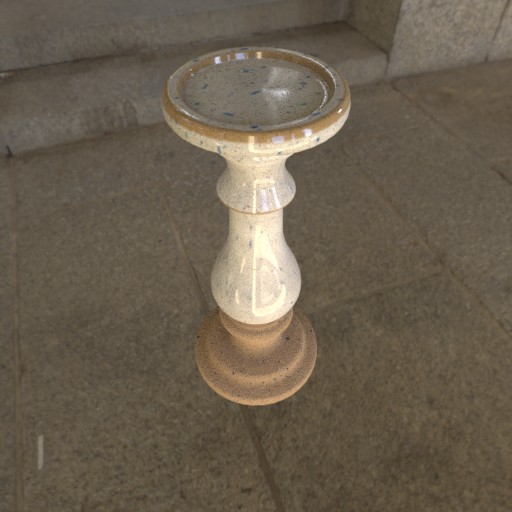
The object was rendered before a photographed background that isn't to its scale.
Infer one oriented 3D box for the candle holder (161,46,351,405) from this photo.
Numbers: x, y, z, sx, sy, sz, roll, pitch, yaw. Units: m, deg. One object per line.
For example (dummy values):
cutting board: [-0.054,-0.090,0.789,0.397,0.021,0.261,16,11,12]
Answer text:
candle holder: [0.000,0.000,0.251,0.088,0.203,0.088,0,47,0]
